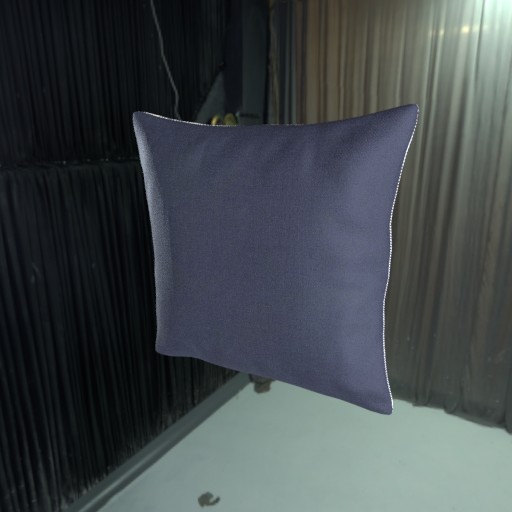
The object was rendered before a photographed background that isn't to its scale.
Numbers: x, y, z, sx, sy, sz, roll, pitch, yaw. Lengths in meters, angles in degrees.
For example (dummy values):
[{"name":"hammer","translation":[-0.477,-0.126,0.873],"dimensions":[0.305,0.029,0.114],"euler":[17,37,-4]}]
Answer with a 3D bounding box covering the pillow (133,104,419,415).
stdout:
[{"name":"pillow","translation":[0.000,0.000,0.803],"dimensions":[0.520,0.508,0.166],"euler":[8,18,26]}]
